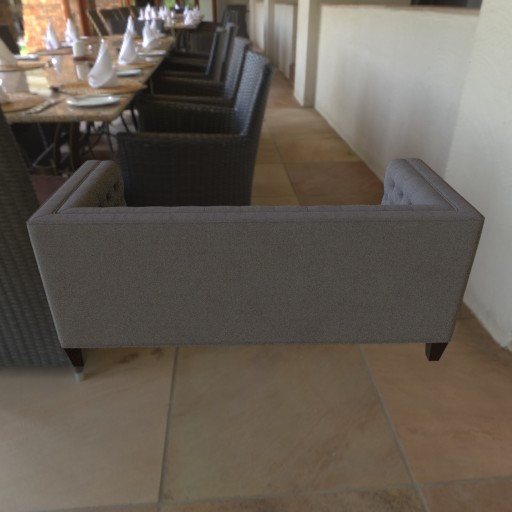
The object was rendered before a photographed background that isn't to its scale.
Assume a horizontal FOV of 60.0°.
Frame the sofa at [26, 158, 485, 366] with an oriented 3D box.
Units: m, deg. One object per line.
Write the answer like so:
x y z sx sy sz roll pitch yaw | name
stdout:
0.000 0.000 2.217 1.778 0.762 0.775 -1 30 -1 | sofa
